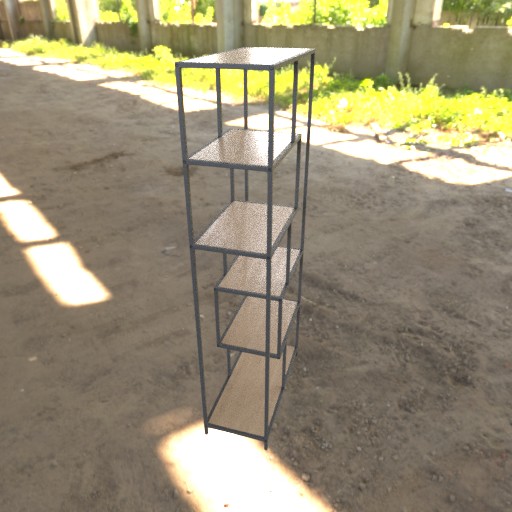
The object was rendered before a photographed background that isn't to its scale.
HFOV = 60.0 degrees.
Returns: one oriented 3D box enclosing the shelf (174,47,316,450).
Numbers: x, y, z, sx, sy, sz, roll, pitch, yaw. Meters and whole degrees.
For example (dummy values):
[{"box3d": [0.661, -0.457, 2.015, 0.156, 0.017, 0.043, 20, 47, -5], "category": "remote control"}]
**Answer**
[{"box3d": [0.000, 0.000, 2.227, 0.350, 1.850, 0.770, 8, 30, 14], "category": "shelf"}]
